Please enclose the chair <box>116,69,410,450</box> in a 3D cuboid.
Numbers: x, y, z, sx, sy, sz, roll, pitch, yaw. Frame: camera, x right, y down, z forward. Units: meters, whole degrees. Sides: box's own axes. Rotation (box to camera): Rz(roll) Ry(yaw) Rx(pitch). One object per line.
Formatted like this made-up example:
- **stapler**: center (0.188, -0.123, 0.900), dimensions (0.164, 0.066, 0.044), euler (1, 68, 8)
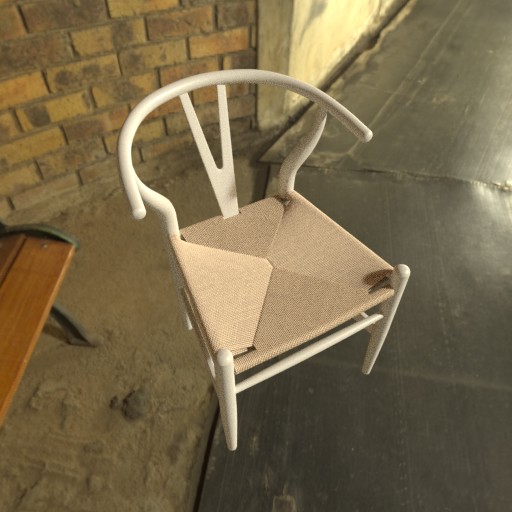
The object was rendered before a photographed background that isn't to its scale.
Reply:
- **chair**: center (0.000, 0.000, 1.141), dimensions (0.569, 0.730, 0.579), euler (-22, 50, -20)
